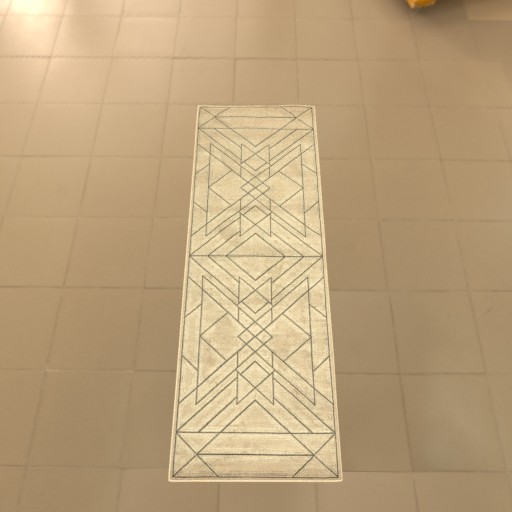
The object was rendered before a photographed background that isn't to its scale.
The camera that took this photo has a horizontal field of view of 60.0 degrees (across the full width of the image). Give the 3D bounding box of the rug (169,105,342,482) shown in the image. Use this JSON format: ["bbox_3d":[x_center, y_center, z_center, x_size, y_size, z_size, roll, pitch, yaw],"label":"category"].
[{"bbox_3d":[0.000,0.000,2.619,0.831,0.036,2.381,0,64,0],"label":"rug"}]
